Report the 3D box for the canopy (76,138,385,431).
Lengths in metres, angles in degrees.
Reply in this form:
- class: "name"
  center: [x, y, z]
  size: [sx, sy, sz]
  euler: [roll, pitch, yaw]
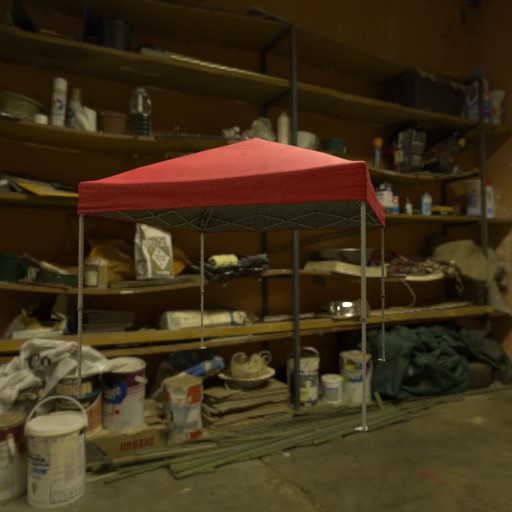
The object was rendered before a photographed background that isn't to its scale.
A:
- class: "canopy"
  center: [0.000, 0.000, 5.593]
  size: [2.998, 2.997, 2.996]
  euler: [0, -1, 19]
